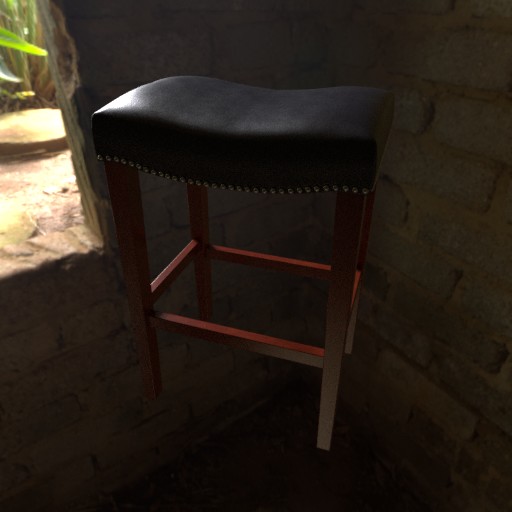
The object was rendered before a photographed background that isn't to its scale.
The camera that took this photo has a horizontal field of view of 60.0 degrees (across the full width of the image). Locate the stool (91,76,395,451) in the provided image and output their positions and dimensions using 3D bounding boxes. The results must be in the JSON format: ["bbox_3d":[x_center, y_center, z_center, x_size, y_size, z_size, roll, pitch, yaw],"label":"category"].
[{"bbox_3d":[0.000,0.000,1.028,0.504,0.742,0.372,10,33,16],"label":"stool"}]
